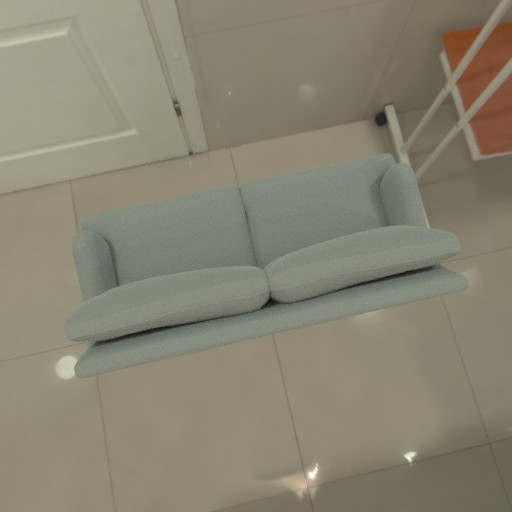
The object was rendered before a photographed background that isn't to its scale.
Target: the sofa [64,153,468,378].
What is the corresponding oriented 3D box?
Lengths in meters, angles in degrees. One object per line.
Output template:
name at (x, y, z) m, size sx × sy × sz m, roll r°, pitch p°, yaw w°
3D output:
sofa at (0.000, 0.000, 2.857) m, size 2.193 × 1.096 × 1.069 m, roll -12°, pitch 77°, yaw -3°
